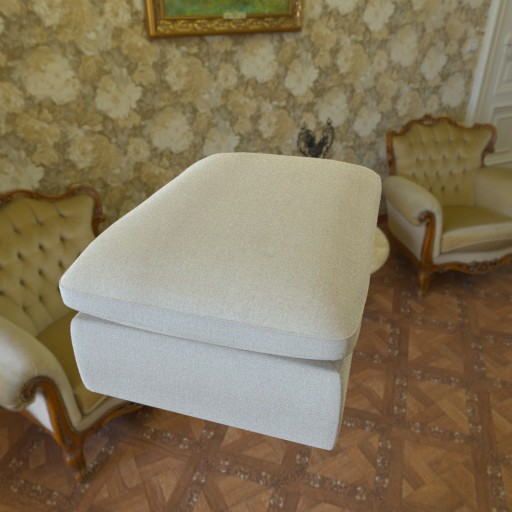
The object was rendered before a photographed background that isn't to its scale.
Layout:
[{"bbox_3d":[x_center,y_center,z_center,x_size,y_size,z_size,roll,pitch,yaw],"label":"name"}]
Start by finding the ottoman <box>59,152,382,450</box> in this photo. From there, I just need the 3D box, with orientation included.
[{"bbox_3d":[0.000,0.000,1.366,0.686,0.453,0.984,8,31,14],"label":"ottoman"}]
